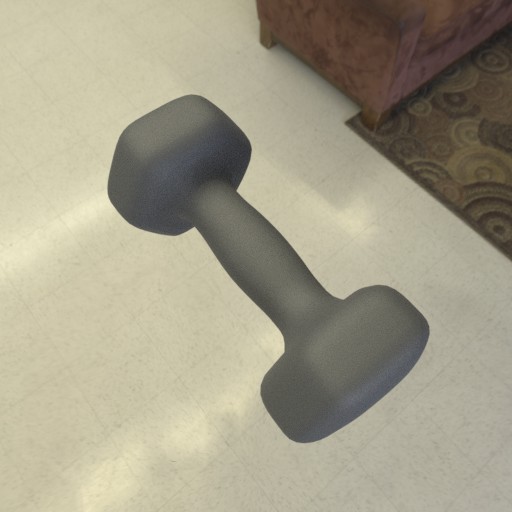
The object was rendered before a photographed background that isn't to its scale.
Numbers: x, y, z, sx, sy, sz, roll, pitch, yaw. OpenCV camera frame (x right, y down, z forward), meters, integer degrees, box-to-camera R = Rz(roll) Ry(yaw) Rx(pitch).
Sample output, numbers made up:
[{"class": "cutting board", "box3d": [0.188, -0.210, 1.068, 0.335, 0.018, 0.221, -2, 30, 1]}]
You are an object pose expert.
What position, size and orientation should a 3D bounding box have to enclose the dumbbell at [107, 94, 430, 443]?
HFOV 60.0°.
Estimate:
[{"class": "dumbbell", "box3d": [0.000, 0.000, 0.305, 0.116, 0.105, 0.240, -34, 69, -15]}]
